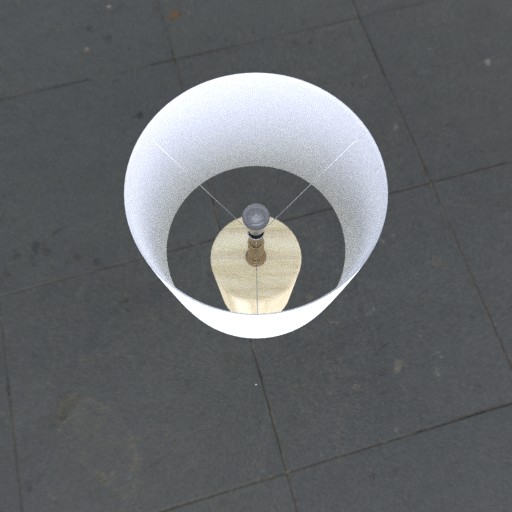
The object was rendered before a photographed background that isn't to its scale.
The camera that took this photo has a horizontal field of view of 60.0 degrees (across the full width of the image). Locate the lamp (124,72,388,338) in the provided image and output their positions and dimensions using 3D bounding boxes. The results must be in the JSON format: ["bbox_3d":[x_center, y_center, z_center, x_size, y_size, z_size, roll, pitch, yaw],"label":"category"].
[{"bbox_3d":[0.000,0.000,0.593,0.228,0.444,0.228,-1,74,0],"label":"lamp"}]
